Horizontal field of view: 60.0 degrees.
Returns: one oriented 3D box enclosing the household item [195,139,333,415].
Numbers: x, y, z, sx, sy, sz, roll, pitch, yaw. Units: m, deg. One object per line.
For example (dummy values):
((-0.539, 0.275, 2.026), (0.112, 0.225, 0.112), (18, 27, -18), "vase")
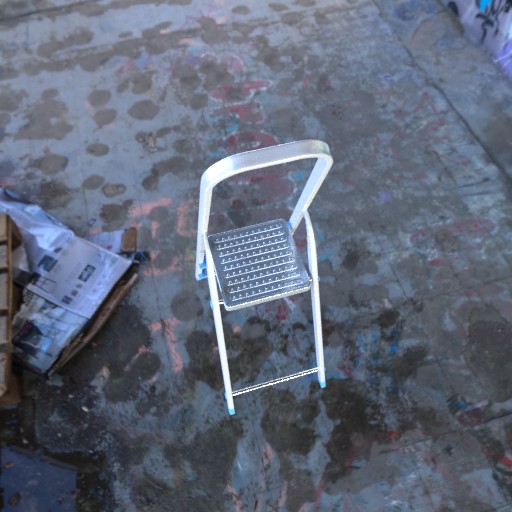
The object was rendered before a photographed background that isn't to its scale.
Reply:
((0.000, 0.000, 1.490), (0.420, 1.215, 0.687), (-14, 59, -8), "household item")
